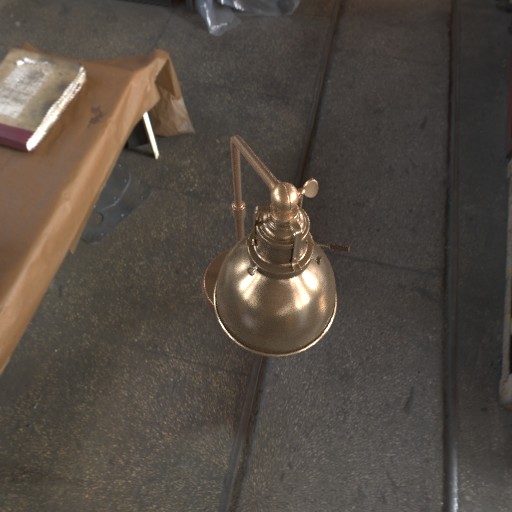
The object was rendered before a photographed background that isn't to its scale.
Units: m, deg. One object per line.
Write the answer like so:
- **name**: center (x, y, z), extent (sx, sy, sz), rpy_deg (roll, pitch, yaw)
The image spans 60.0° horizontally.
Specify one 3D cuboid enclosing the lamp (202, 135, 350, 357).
- **lamp**: center (0.000, 0.000, 0.583), extent (0.153, 0.456, 0.286), rpy_deg (-18, 63, -10)
